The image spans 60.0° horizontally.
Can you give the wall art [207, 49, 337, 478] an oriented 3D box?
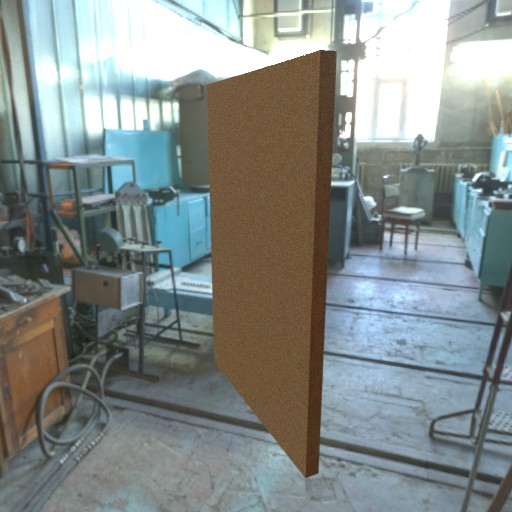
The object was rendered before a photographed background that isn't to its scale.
[{"bbox_3d":[0.000,0.000,1.181,0.037,0.914,0.610,-7,16,-24],"label":"wall art"}]
